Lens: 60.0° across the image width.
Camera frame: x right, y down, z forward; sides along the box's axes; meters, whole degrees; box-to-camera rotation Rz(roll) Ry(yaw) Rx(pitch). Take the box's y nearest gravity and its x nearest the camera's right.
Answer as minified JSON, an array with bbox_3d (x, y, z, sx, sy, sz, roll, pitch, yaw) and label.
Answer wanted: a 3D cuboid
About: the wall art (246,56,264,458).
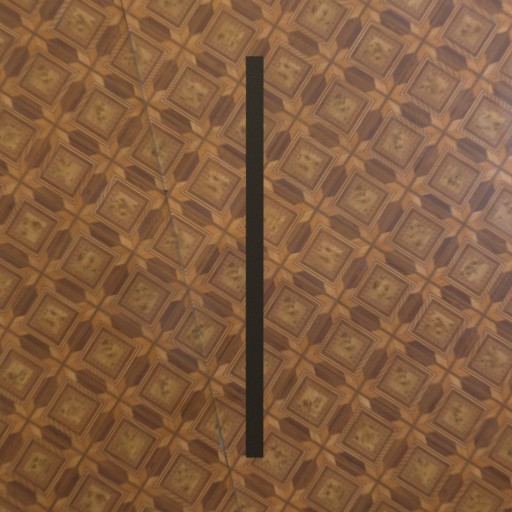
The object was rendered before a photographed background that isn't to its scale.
[{"bbox_3d":[0.000,0.000,1.420,0.036,1.070,0.802,0,90,0],"label":"wall art"}]
